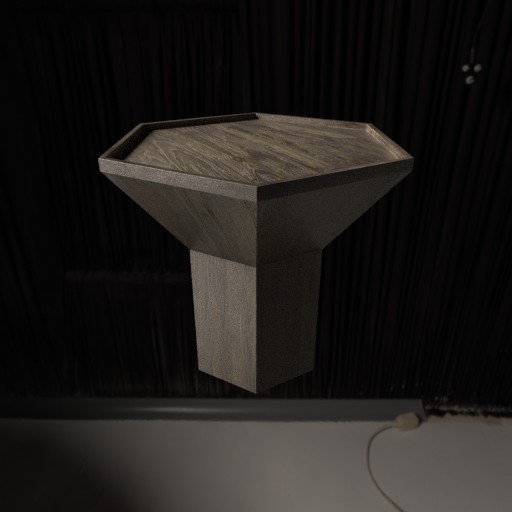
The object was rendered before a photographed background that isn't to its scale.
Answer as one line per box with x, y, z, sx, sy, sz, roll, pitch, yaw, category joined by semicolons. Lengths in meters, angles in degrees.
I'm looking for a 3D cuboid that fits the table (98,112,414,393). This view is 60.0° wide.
0.000;0.000;1.115;0.592;0.586;0.683;0;27;0;table
